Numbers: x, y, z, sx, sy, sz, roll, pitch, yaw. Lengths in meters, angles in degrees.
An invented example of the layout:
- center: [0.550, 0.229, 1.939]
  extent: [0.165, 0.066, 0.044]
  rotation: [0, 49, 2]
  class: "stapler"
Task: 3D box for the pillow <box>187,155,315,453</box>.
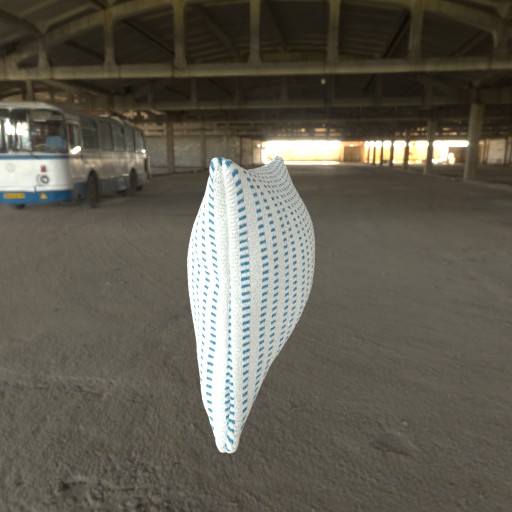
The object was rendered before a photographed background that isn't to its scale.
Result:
- center: [0.000, 0.000, 0.801]
  extent: [0.210, 0.353, 0.640]
  rotation: [2, 13, 8]
  class: "pillow"
